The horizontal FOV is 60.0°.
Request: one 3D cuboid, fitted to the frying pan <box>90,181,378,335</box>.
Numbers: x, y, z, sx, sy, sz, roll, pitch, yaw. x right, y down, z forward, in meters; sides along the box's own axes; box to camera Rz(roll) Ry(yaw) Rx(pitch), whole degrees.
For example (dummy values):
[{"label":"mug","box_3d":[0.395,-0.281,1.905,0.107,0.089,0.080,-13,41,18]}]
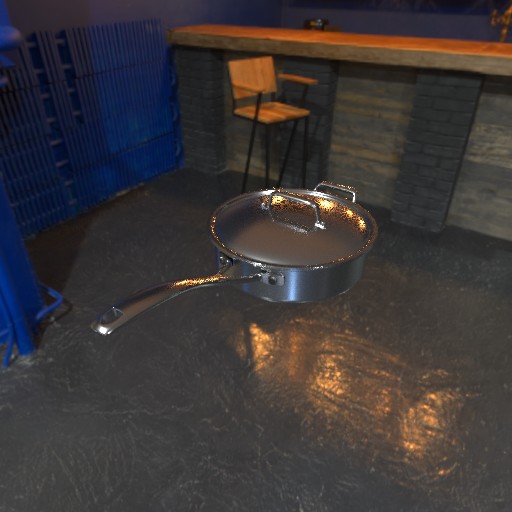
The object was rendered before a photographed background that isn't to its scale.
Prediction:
[{"label":"frying pan","box_3d":[0.000,0.000,0.588,0.245,0.111,0.492,21,38,29]}]
